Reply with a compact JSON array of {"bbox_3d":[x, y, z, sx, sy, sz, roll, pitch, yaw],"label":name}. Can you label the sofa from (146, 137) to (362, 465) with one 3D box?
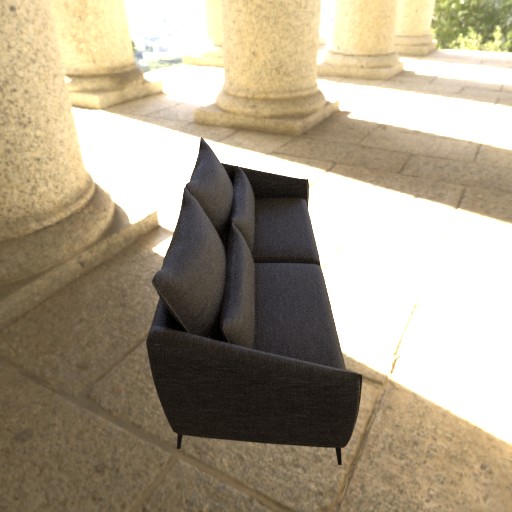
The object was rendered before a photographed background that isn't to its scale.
[{"bbox_3d":[0.000,0.000,2.490,0.807,0.843,2.019,0,32,0],"label":"sofa"}]
